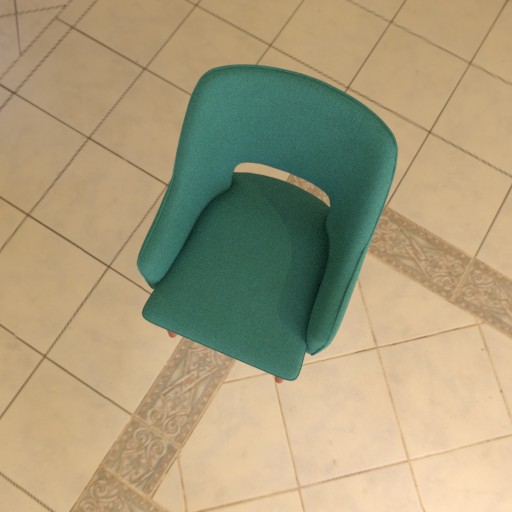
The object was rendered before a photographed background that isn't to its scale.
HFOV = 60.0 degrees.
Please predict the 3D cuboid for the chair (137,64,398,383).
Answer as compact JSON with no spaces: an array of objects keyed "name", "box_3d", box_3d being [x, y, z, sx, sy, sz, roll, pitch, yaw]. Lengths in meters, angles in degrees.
[{"name":"chair","box_3d":[0.000,0.000,1.243,0.548,0.849,0.605,22,77,5]}]
